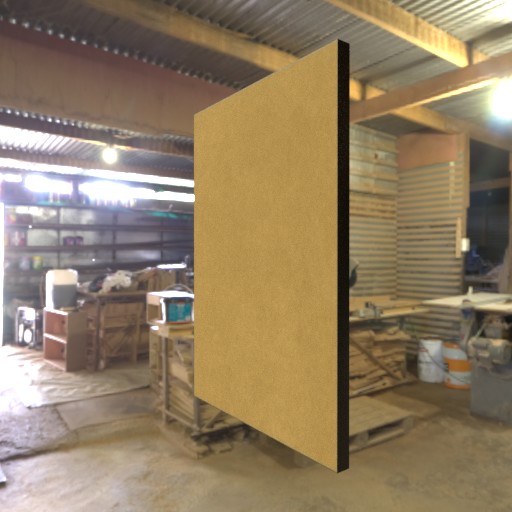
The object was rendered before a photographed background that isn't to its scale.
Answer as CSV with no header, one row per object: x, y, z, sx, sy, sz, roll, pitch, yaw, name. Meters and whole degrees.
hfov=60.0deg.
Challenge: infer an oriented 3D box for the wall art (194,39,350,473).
0.000,0.000,0.596,0.019,0.455,0.314,0,0,-36,wall art
